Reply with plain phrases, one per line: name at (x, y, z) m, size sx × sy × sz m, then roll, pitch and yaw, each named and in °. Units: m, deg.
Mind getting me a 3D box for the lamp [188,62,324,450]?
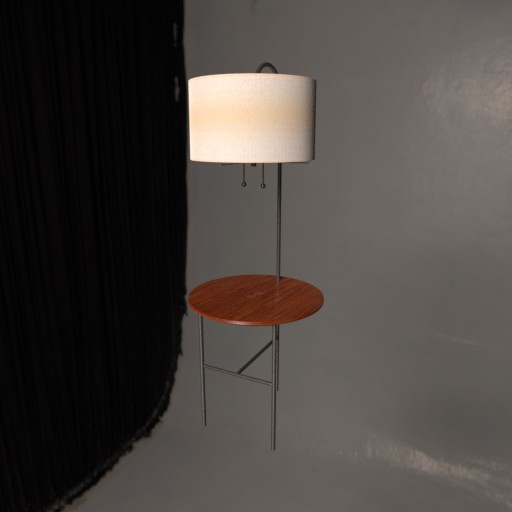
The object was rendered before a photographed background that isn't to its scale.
lamp at (0.000, 0.000, 1.842) m, size 0.573 × 1.517 × 0.573 m, roll 0°, pitch 15°, yaw 0°
